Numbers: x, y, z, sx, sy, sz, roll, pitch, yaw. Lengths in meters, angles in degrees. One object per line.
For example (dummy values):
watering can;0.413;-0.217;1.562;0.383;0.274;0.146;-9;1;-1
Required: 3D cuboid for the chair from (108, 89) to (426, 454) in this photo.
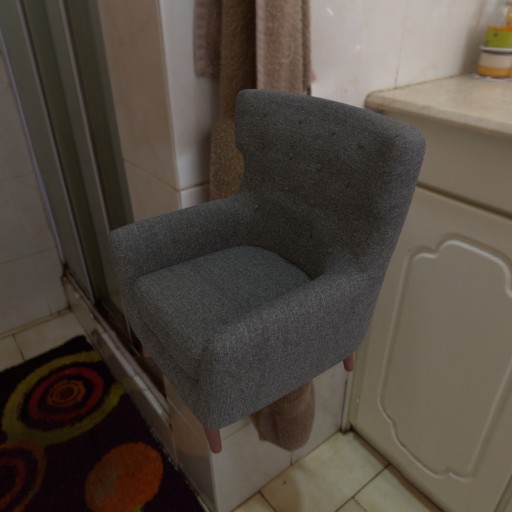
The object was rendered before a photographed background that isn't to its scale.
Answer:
chair;0.000;0.000;1.730;0.904;1.063;0.878;-20;37;-30
